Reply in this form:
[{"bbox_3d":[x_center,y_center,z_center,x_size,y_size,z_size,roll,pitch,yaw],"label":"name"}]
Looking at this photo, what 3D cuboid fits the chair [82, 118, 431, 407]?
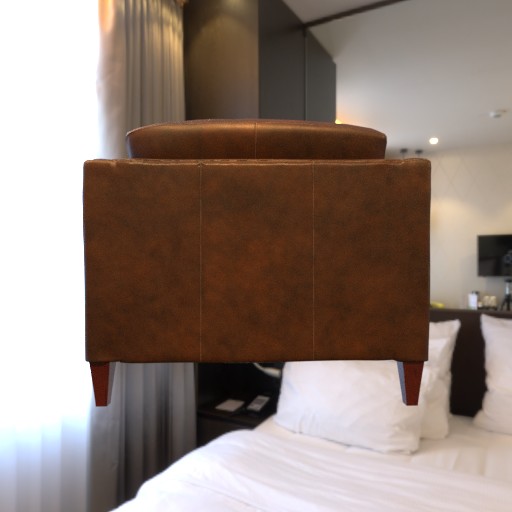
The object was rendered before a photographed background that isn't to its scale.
[{"bbox_3d":[0.000,0.000,1.725,0.990,0.864,0.975,0,-1,0],"label":"chair"}]
